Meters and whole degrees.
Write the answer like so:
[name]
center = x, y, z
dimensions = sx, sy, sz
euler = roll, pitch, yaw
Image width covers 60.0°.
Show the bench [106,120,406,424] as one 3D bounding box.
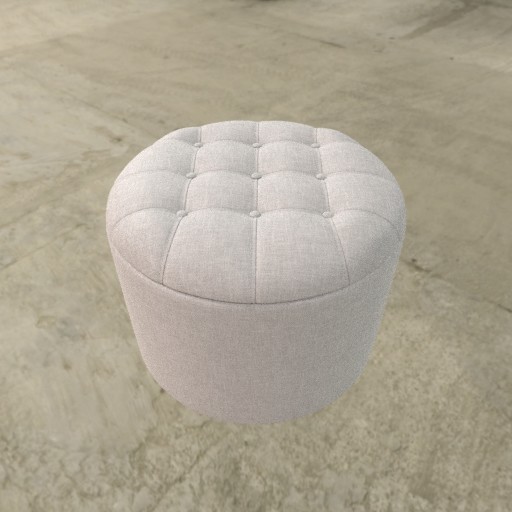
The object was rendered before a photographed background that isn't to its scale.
[bench]
center = 0.000, 0.000, 1.008
dimensions = 0.600, 0.453, 0.600
euler = 0, 41, 0
